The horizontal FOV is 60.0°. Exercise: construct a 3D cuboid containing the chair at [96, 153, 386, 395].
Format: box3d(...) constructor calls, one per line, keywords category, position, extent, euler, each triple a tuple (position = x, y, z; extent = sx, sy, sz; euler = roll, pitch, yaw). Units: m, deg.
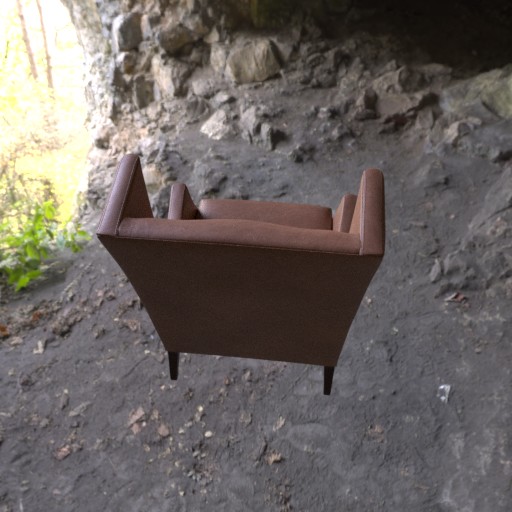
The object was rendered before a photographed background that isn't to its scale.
box3d(category="chair", position=(0.000, 0.000, 1.738), extent=(0.815, 1.088, 0.913), euler=(4, 46, 4))
